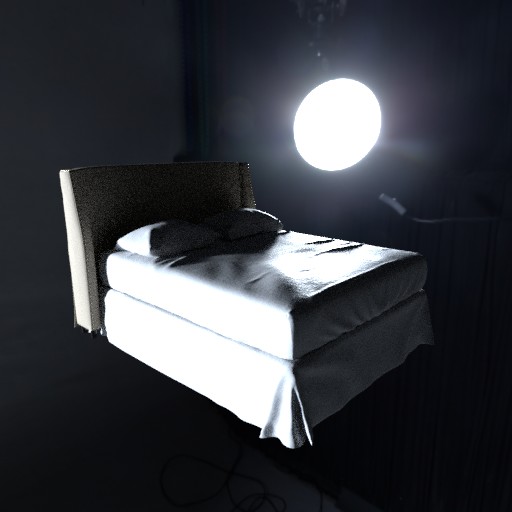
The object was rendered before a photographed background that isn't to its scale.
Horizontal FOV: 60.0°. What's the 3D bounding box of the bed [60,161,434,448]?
[{"bbox_3d":[0.000,0.000,3.392,2.276,1.332,1.925,13,19,41],"label":"bed"}]
